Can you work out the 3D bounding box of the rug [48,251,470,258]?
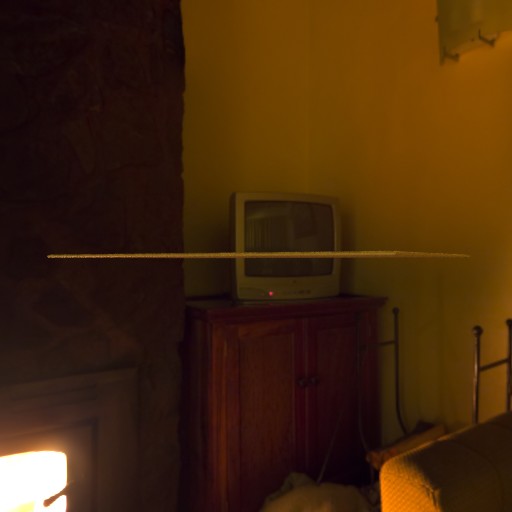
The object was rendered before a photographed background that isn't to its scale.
[{"bbox_3d":[0.000,0.000,2.290,1.824,0.012,1.206,0,-1,35],"label":"rug"}]
